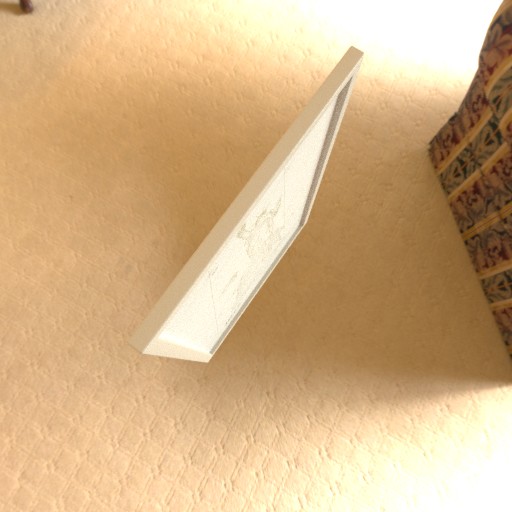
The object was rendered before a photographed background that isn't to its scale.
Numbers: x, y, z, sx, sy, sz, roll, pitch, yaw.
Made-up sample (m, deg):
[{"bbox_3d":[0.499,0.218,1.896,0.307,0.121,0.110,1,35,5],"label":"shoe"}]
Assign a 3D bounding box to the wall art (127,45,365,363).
[{"bbox_3d":[0.000,0.000,1.488,0.038,1.183,0.808,34,78,8],"label":"wall art"}]
